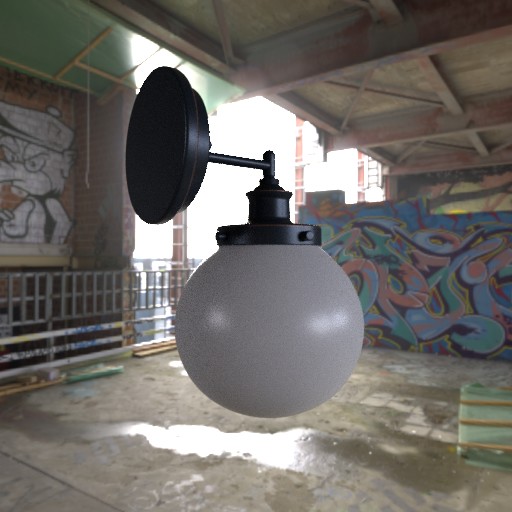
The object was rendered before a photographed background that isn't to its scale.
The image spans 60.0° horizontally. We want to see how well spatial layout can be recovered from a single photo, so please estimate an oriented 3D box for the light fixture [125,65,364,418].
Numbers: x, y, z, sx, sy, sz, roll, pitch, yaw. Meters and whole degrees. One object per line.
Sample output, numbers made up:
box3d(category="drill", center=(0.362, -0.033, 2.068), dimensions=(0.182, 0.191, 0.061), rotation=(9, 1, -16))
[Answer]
box3d(category="light fixture", center=(0.000, 0.000, 0.462), dimensions=(0.230, 0.332, 0.197), rotation=(0, 0, -36))
